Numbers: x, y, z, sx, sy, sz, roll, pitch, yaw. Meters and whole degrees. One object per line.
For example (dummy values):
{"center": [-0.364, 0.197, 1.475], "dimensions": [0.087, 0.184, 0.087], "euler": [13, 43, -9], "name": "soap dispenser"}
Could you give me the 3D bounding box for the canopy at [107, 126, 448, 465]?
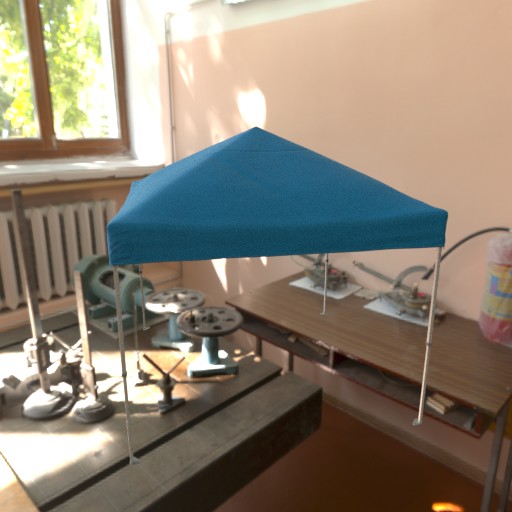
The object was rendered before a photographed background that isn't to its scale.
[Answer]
{"center": [0.000, 0.000, 5.341], "dimensions": [2.996, 2.997, 2.998], "euler": [-3, 16, -11], "name": "canopy"}
